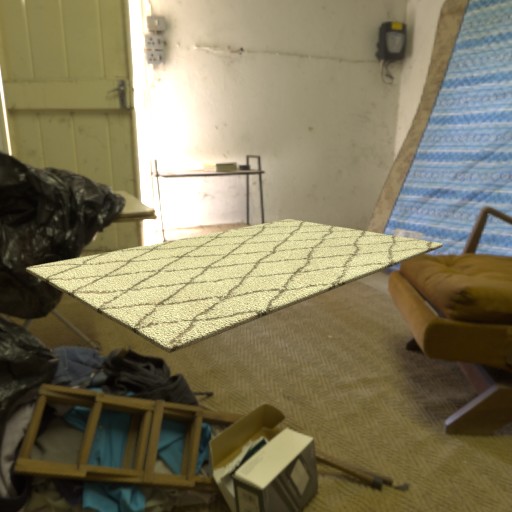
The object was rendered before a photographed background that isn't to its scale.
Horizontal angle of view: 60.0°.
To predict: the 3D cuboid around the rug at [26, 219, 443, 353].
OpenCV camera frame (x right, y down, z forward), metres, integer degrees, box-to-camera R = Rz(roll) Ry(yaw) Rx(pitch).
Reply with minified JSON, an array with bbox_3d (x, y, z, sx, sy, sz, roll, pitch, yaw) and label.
[{"bbox_3d":[0.000,0.000,2.996,2.438,0.030,1.524,-14,20,-43],"label":"rug"}]
